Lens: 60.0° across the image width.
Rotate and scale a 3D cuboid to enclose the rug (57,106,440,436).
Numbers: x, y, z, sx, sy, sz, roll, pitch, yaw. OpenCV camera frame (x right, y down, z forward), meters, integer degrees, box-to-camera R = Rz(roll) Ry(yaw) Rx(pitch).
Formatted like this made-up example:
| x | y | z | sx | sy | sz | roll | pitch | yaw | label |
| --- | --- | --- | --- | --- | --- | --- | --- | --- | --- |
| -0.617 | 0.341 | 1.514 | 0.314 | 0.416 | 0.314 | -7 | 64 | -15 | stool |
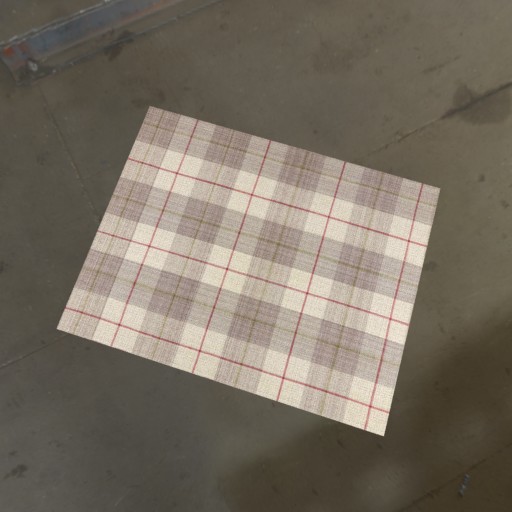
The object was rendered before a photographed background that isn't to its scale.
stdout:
| x | y | z | sx | sy | sz | roll | pitch | yaw | label |
| --- | --- | --- | --- | --- | --- | --- | --- | --- | --- |
| 0.000 | 0.000 | 4.075 | 2.959 | 0.016 | 2.317 | 17 | 77 | 4 | rug |
